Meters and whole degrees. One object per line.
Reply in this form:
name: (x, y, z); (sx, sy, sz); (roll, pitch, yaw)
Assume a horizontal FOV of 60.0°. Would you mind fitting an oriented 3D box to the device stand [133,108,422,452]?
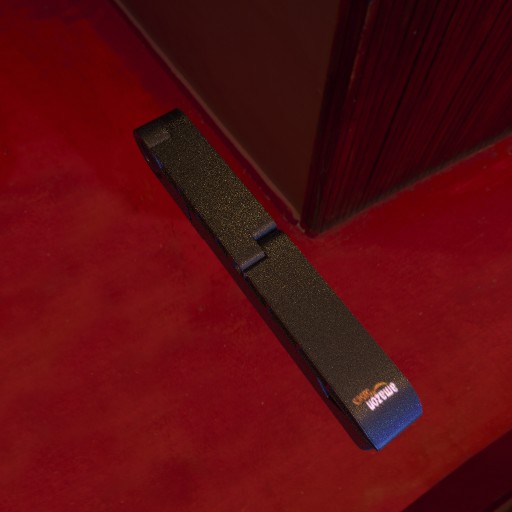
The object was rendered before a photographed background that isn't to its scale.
device stand: (0.000, 0.000, 0.195); (0.026, 0.030, 0.179); (-33, 69, -14)
